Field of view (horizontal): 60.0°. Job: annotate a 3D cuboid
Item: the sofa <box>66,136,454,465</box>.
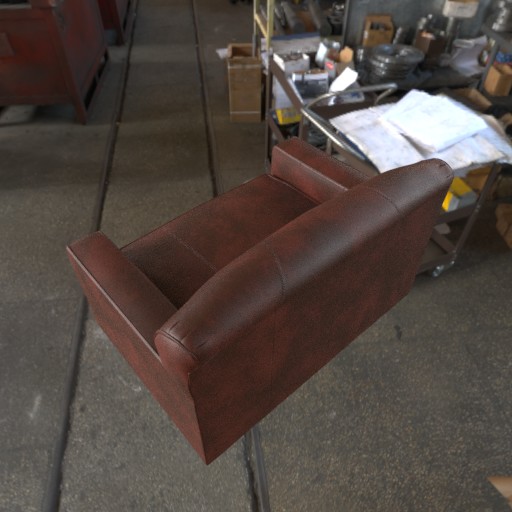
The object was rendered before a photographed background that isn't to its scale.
[{"bbox_3d":[0.000,0.000,2.066,1.413,0.956,1.000,-32,53,-28],"label":"sofa"}]
